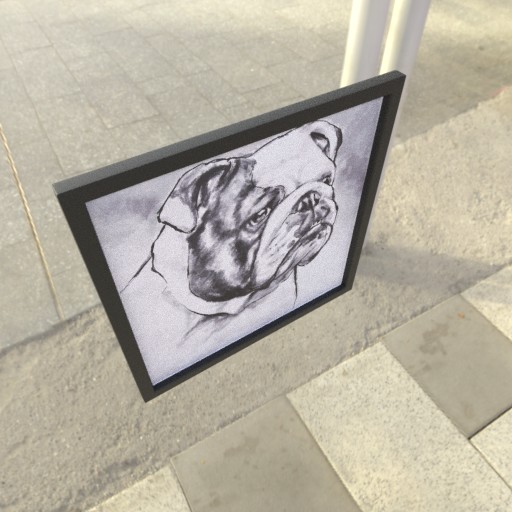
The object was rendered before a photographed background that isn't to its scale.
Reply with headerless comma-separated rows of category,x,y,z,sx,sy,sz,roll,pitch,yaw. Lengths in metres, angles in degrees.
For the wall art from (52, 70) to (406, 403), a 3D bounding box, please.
wall art,0.000,0.000,0.670,0.456,0.453,0.022,-25,52,-21
